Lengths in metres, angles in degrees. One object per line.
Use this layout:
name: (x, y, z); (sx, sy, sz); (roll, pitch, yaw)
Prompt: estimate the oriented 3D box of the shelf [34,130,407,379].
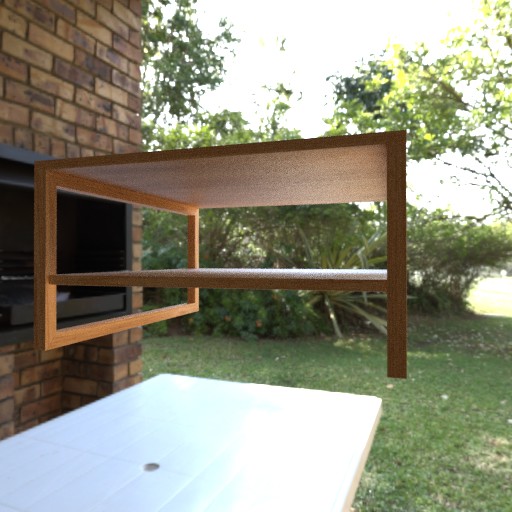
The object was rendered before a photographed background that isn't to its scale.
shelf: (0.000, 0.000, 1.417); (0.899, 0.480, 0.899); (0, 0, 18)
